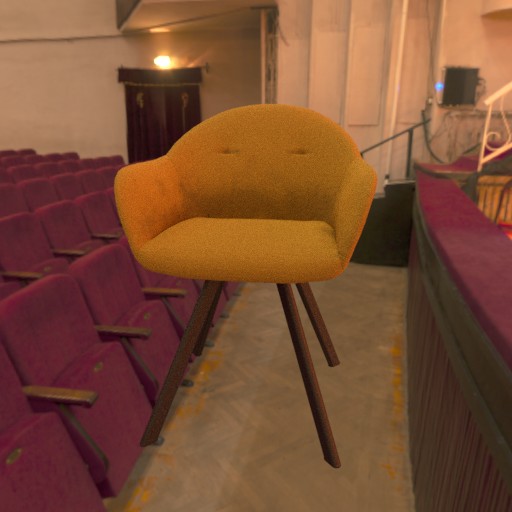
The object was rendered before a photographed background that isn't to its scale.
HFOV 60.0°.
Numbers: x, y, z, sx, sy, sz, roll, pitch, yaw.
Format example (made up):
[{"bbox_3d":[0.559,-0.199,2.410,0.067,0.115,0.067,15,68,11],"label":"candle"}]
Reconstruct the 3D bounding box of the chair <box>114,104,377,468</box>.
[{"bbox_3d":[0.000,0.000,1.150,0.545,0.775,0.565,2,16,9],"label":"chair"}]
